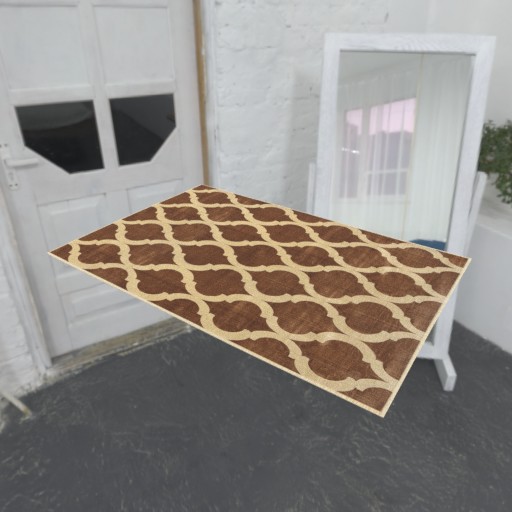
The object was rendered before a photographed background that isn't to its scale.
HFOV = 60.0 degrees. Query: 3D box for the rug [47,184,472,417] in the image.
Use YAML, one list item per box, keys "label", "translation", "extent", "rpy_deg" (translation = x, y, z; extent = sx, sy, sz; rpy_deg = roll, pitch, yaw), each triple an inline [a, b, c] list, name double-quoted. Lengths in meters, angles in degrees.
- label: "rug"
  translation: [0.000, 0.000, 2.847]
  extent: [2.284, 0.008, 1.522]
  rpy_deg: [19, 35, 30]
